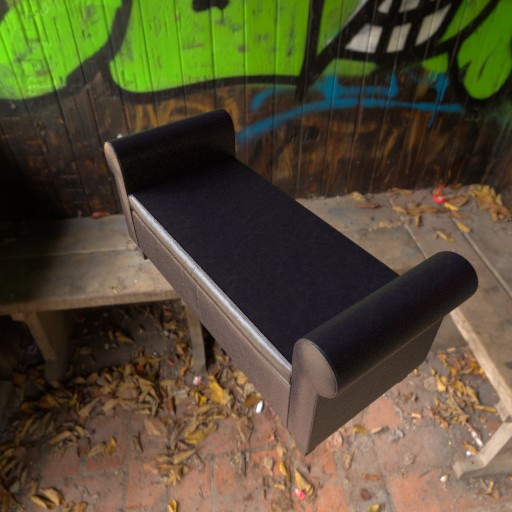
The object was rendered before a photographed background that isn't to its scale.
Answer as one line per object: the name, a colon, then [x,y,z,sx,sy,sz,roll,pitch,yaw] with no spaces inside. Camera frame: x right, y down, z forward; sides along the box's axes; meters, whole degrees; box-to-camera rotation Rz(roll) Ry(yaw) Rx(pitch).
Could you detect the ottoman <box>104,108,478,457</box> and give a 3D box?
ottoman: [0.000,0.000,1.550,0.521,0.547,1.256,-26,48,-26]
